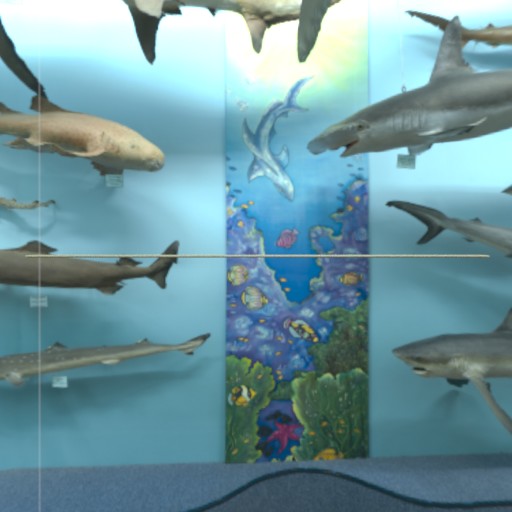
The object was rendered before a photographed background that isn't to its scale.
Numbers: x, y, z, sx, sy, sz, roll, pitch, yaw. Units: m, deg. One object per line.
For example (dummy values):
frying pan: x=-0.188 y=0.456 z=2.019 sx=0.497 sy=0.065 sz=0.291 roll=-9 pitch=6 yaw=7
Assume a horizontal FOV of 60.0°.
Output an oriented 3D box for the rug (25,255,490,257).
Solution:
rug: x=0.000 y=0.000 z=4.111 sx=3.039 sy=0.018 sz=2.462 roll=0 pitch=0 yaw=-1
